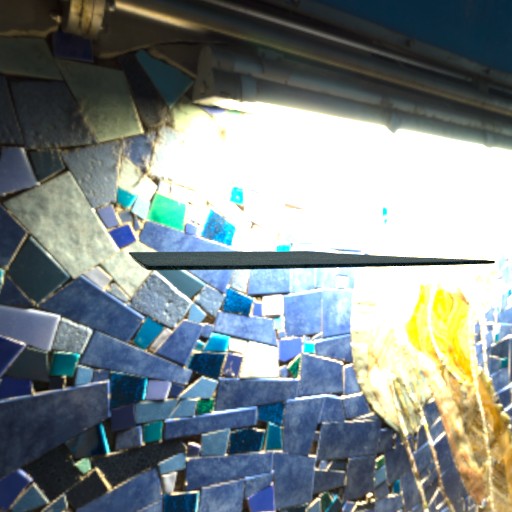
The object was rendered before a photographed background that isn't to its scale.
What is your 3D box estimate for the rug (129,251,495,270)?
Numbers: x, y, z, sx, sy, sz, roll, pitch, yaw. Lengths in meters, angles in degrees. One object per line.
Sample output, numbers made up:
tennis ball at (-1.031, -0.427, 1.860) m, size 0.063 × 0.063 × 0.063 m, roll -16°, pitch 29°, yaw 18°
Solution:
rug at (0.000, 0.000, 2.117) m, size 1.136 × 0.017 × 1.728 m, roll -1°, pitch 2°, yaw -17°
